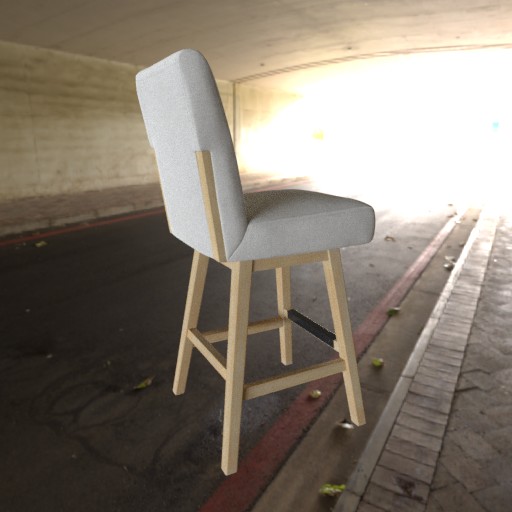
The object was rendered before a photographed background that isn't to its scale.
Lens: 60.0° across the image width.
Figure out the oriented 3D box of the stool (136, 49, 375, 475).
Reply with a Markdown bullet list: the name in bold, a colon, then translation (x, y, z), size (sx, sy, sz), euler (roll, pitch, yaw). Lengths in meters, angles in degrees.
- **stool**: translation (0.000, 0.000, 1.280), size (0.543, 1.015, 0.446), euler (-8, 17, -27)
